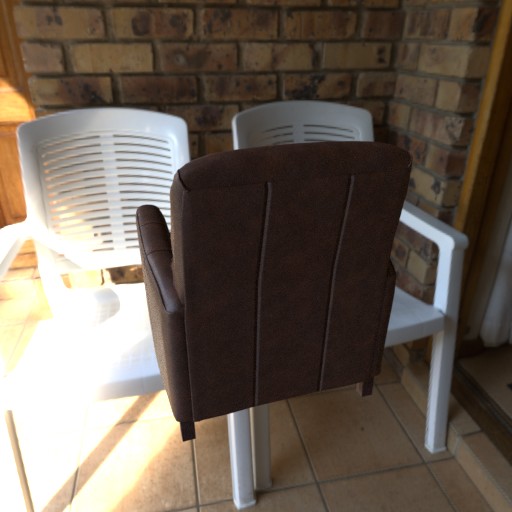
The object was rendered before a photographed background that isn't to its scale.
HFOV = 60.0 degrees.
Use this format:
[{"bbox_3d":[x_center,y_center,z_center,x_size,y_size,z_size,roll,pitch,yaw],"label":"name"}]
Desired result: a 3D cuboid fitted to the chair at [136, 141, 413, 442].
[{"bbox_3d":[0.000,0.000,1.687,0.839,1.010,0.850,-8,28,-16],"label":"chair"}]
